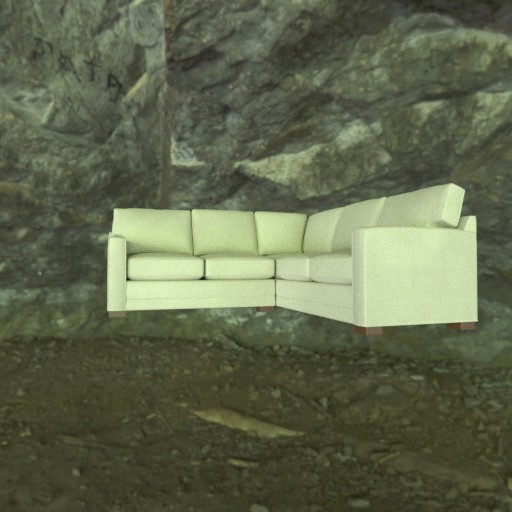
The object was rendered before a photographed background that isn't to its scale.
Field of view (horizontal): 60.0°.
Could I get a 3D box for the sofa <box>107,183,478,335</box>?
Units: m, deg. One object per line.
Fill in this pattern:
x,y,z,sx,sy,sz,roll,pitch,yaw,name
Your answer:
0.000,0.000,3.435,2.182,0.939,2.189,0,-1,-18,sofa
